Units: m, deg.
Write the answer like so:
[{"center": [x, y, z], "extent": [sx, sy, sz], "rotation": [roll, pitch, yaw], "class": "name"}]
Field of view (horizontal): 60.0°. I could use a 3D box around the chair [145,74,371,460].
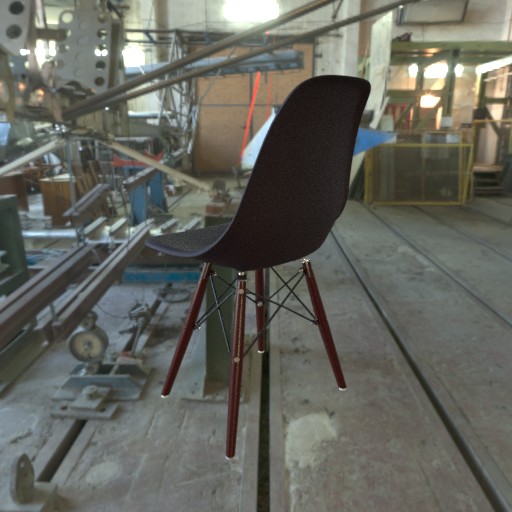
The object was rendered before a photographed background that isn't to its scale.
[{"center": [0.000, 0.000, 1.146], "extent": [0.470, 0.826, 0.533], "rotation": [-15, 22, -42], "class": "chair"}]
